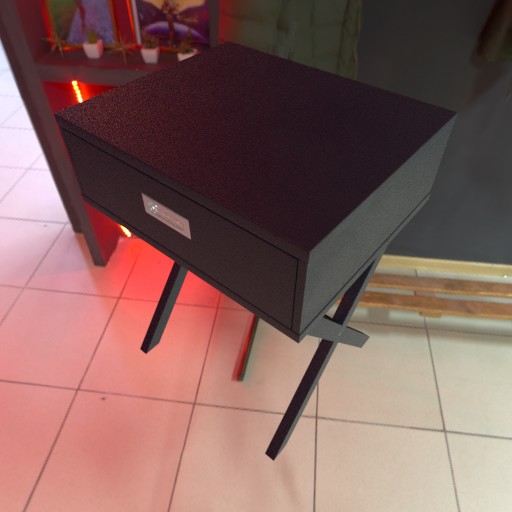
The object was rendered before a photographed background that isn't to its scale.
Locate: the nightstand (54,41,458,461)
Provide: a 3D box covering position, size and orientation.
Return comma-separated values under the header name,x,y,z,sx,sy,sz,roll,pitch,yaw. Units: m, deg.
name,x,y,z,sx,sy,sz,roll,pitch,yaw
nightstand,0.000,0.000,0.902,0.479,0.623,0.402,30,52,27
